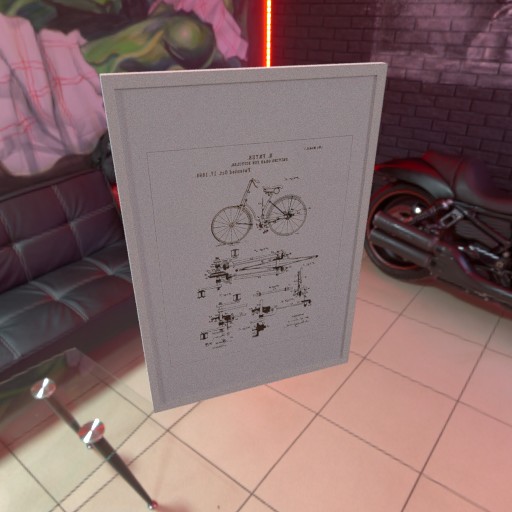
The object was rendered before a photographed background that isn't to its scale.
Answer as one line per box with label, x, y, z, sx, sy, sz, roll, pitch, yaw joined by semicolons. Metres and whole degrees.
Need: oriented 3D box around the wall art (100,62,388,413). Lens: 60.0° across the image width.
wall art;0.000;0.000;0.608;0.332;0.477;0.015;-10;31;-17
